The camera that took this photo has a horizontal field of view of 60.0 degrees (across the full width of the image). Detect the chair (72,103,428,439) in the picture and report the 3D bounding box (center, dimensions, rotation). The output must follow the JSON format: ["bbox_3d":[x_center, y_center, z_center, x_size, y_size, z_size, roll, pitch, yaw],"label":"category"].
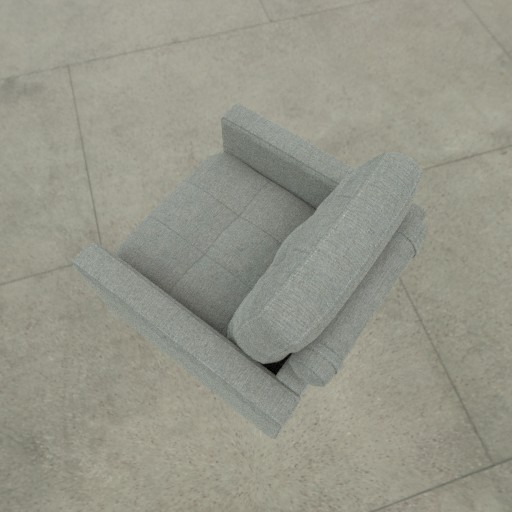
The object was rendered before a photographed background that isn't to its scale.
[{"bbox_3d":[0.000,0.000,1.481,0.843,0.880,0.821,34,68,15],"label":"chair"}]
